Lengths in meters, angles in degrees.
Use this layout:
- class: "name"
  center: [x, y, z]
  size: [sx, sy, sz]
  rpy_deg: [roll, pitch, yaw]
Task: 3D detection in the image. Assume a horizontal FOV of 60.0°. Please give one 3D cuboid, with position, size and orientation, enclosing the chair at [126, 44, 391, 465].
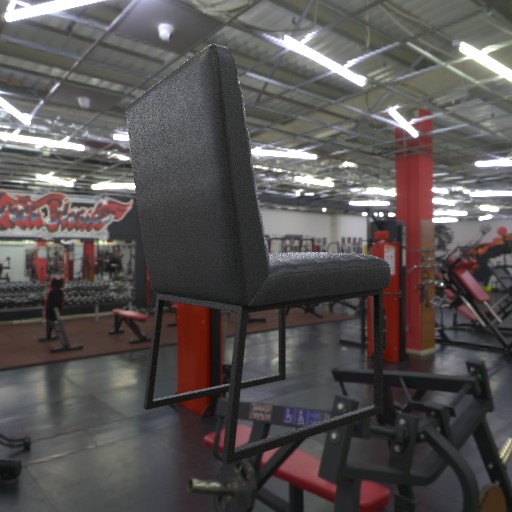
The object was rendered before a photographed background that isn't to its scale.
- class: "chair"
  center: [0.000, 0.000, 1.323]
  size: [0.634, 0.930, 0.520]
  rpy_deg: [0, 0, -37]
